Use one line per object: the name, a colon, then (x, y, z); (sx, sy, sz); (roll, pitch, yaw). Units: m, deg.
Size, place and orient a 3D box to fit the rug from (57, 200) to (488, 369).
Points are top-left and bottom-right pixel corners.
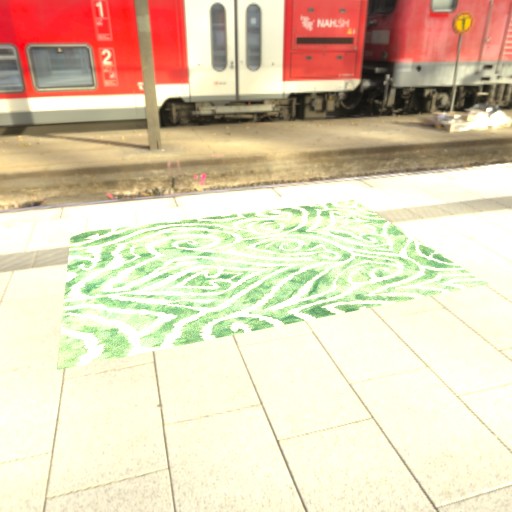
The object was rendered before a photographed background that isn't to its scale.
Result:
rug: (0.000, 0.000, 2.276); (1.826, 0.006, 1.220); (-8, 27, -17)
